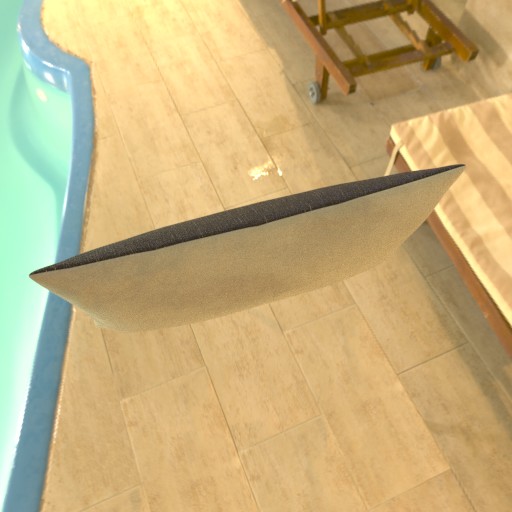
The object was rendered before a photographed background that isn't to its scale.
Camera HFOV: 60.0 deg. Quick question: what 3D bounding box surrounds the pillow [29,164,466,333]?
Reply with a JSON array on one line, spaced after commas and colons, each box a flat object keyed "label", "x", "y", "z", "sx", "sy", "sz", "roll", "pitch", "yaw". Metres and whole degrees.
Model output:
[{"label": "pillow", "x": 0.000, "y": 0.000, "z": 0.731, "sx": 0.608, "sy": 0.305, "sz": 0.156, "roll": -15, "pitch": 61, "yaw": -8}]
